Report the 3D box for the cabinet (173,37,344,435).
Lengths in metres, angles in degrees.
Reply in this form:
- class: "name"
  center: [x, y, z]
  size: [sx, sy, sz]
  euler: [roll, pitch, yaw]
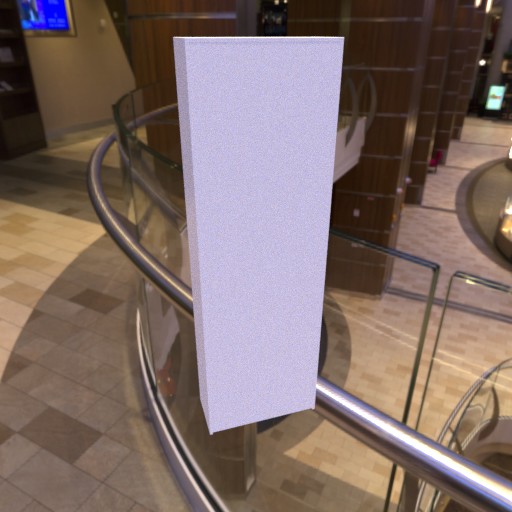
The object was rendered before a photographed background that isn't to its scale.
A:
- class: "cabinet"
  center: [0.000, 0.000, 1.841]
  size: [0.520, 1.630, 0.255]
  euler: [-8, 28, -16]
